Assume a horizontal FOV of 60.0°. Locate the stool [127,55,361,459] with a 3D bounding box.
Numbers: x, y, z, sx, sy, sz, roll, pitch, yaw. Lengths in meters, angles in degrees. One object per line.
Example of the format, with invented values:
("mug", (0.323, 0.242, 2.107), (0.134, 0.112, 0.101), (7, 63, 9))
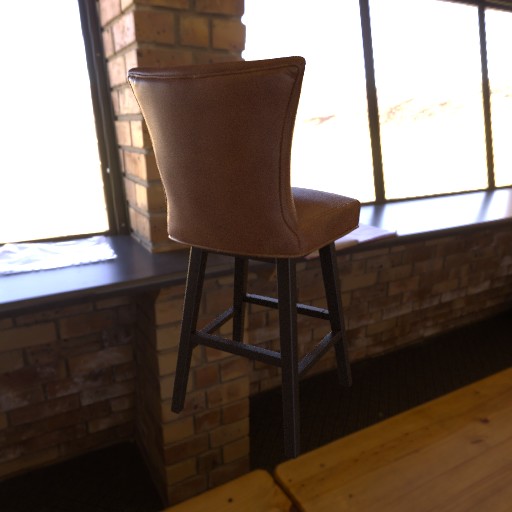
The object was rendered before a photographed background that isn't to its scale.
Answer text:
("stool", (0.000, 0.000, 1.411), (0.522, 1.094, 0.585), (9, 19, 28))
